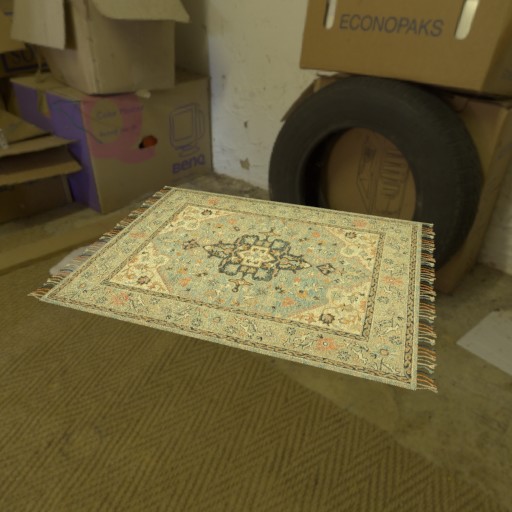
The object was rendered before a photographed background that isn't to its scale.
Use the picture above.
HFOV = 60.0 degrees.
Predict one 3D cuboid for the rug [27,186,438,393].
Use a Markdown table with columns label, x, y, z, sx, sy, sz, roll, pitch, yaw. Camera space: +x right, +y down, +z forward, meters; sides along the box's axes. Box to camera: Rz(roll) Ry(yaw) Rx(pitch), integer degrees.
| label | x | y | z | sx | sy | sz | roll | pitch | yaw |
| --- | --- | --- | --- | --- | --- | --- | --- | --- | --- |
| rug | 0.000 | 0.000 | 3.448 | 2.651 | 0.010 | 1.971 | 10 | 34 | 15 |
